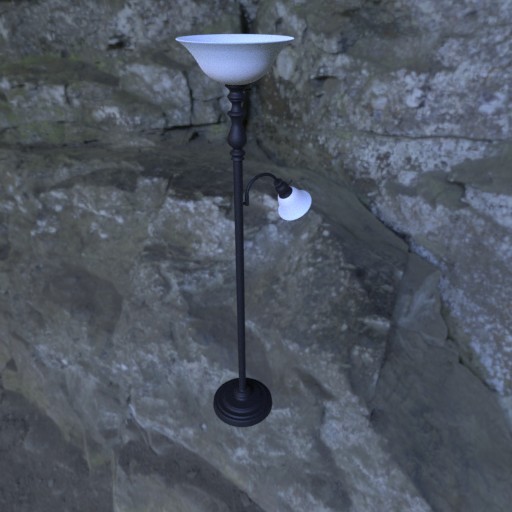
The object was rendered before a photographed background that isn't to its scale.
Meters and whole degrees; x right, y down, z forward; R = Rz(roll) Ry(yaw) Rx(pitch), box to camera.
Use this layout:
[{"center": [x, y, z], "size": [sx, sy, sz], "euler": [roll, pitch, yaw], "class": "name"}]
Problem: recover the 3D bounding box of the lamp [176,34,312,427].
[{"center": [0.000, 0.000, 2.019], "size": [0.588, 1.793, 0.405], "euler": [-22, 36, -33], "class": "lamp"}]
